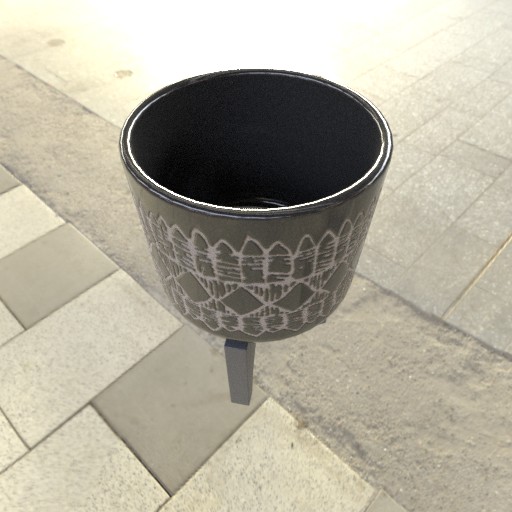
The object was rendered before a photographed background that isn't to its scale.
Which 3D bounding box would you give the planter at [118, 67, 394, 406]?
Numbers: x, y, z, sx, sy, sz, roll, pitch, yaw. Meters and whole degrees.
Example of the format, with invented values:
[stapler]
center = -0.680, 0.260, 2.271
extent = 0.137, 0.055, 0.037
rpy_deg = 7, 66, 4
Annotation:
[planter]
center = 0.000, 0.000, 0.539
extent = 0.251, 0.355, 0.251
rpy_deg = 33, 55, 27
